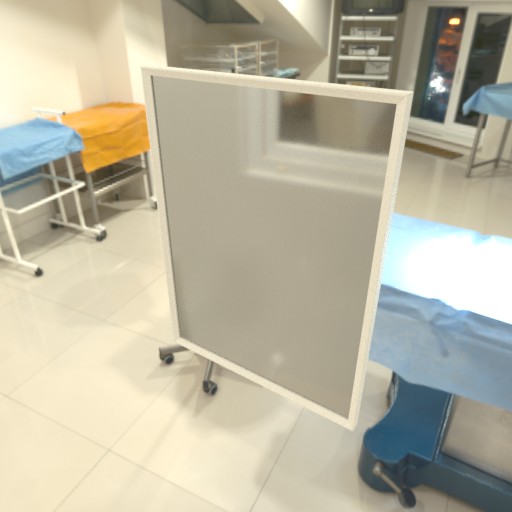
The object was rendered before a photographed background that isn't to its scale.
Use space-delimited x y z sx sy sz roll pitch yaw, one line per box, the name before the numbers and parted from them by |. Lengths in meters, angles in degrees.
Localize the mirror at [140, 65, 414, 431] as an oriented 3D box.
mirror | 0.000 0.000 1.341 0.762 1.016 0.041 19 35 29
